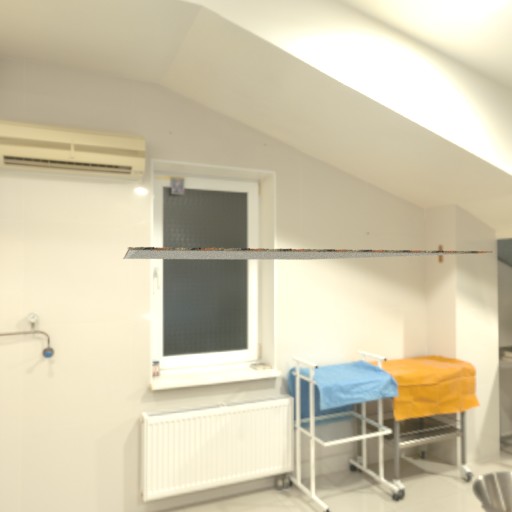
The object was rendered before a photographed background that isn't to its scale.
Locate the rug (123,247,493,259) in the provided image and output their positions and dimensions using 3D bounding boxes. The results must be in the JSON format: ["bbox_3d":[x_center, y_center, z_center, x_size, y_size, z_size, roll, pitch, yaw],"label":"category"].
[{"bbox_3d":[0.000,0.000,2.242,1.278,0.009,1.730,0,-1,-17],"label":"rug"}]
